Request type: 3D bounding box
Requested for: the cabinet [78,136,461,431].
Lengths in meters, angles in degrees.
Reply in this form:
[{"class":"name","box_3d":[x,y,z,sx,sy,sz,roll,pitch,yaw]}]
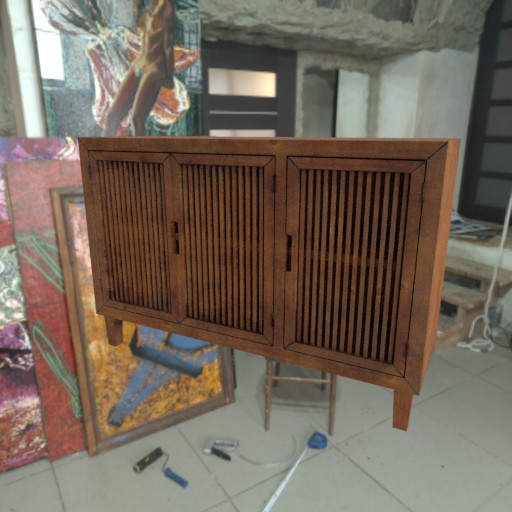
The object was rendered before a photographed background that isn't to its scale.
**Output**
[{"class":"cabinet","box_3d":[0.000,0.000,1.564,1.204,0.805,0.403,8,18,26]}]
